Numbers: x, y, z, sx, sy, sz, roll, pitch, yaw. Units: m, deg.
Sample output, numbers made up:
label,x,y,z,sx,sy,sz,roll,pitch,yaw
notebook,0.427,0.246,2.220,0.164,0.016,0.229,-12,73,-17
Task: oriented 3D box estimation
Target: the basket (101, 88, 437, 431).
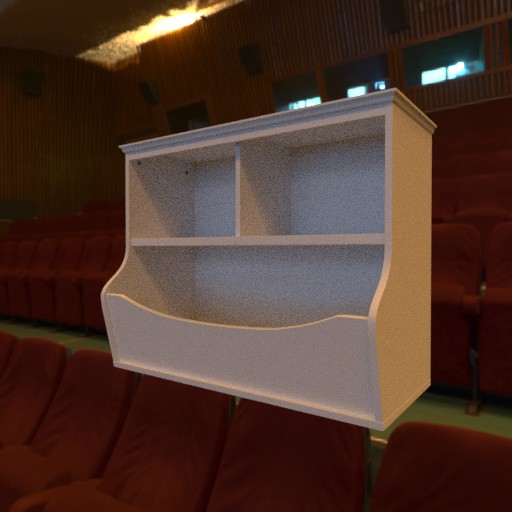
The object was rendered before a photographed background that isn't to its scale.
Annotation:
label,x,y,z,sx,sy,sz,roll,pitch,yaw
basket,0.000,0.000,1.139,0.792,0.625,0.376,1,1,35
